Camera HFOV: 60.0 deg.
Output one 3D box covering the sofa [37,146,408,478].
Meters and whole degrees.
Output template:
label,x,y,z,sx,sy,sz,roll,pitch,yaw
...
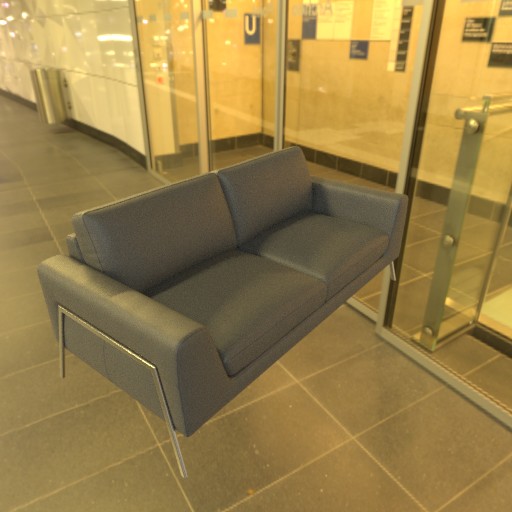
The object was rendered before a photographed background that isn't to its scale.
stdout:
label,x,y,z,sx,sy,sz,roll,pitch,yaw
sofa,0.000,0.000,2.495,0.953,0.875,2.017,20,33,34
